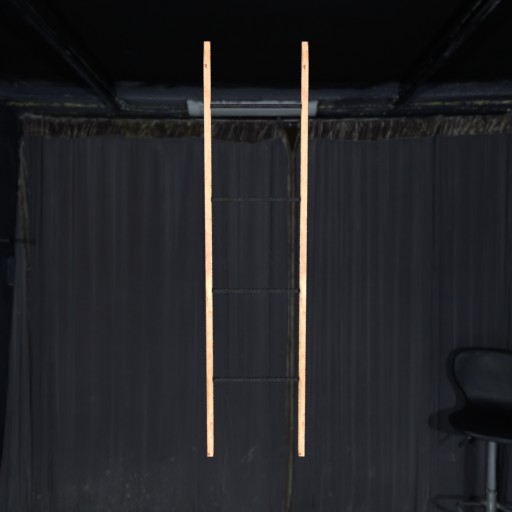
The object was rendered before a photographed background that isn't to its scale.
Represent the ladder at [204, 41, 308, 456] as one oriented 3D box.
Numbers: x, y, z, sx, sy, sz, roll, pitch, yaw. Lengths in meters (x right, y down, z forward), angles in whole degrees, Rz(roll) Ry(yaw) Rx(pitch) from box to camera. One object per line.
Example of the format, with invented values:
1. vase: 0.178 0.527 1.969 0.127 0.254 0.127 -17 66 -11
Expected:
1. ladder: 0.000 0.000 1.941 0.442 1.805 0.200 0 -1 0
